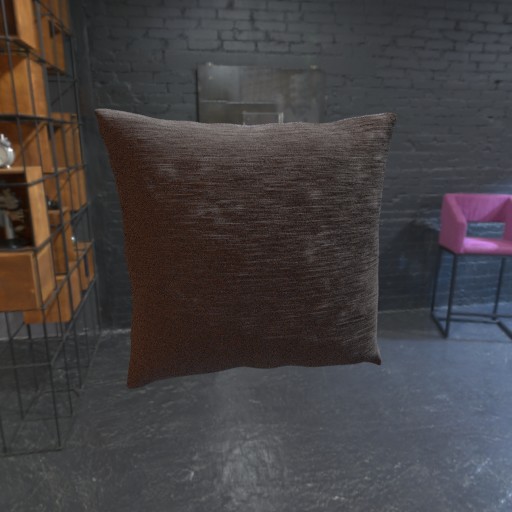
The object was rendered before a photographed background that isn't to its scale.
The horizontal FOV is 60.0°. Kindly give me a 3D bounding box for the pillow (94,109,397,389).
[{"bbox_3d":[0.000,0.000,0.699,0.452,0.439,0.204,-2,15,-8],"label":"pillow"}]
